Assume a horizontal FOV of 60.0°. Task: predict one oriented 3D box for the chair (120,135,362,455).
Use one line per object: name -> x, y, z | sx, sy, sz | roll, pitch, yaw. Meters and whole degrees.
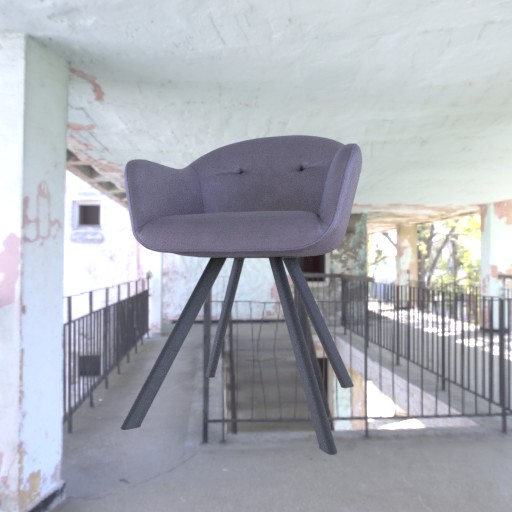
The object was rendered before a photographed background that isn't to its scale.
chair -> 0.000, 0.000, 1.189 | 0.567, 0.781, 0.544 | 0, -1, 16
